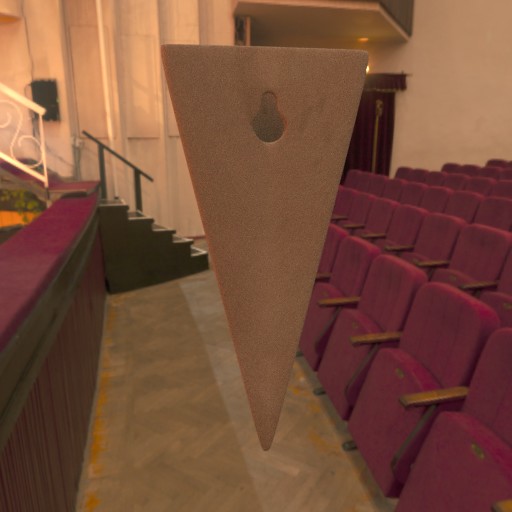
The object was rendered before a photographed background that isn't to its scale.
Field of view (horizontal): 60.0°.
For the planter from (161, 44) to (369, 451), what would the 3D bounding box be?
[{"bbox_3d":[0.000,0.000,0.275,0.101,0.224,0.081,-2,15,-9],"label":"planter"}]
